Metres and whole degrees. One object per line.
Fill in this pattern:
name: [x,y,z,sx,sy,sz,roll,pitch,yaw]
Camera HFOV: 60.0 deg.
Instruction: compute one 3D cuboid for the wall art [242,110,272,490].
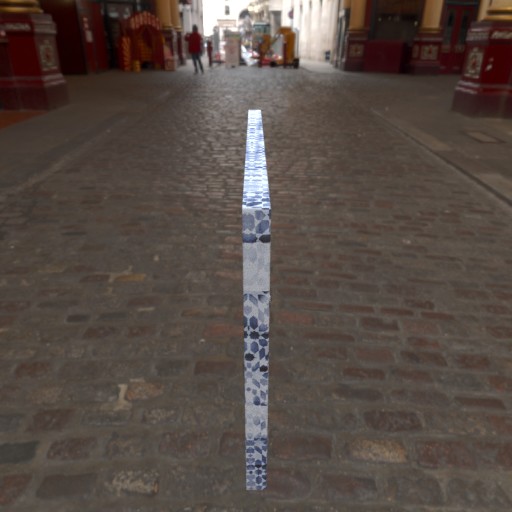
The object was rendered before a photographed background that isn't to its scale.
wall art: [0.000,0.000,0.780,0.030,0.406,0.608,0,27,0]
